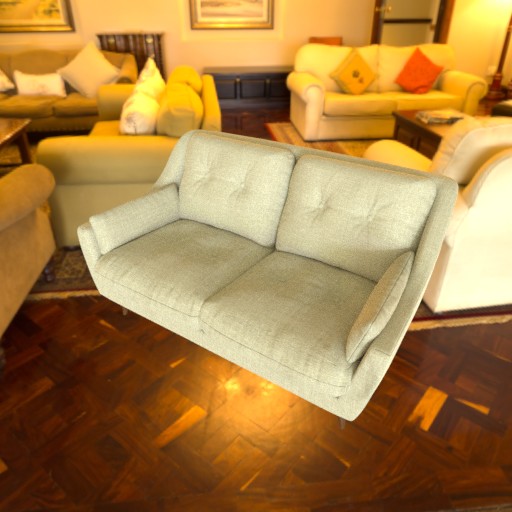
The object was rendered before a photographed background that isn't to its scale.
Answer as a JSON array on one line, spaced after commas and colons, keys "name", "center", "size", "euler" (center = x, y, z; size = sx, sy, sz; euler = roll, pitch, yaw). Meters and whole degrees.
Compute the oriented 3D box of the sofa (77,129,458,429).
[{"name": "sofa", "center": [0.000, 0.000, 2.204], "size": [1.652, 0.888, 0.965], "euler": [19, 35, 30]}]
